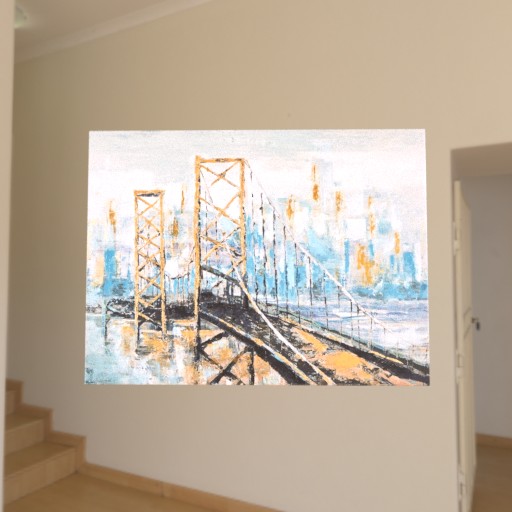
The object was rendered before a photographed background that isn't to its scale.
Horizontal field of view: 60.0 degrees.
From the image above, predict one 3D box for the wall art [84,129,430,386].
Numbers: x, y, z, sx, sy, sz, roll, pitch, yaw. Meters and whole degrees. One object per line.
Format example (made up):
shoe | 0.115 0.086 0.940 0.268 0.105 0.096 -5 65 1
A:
wall art | 0.000 0.000 1.336 1.016 0.762 0.038 0 -3 1
